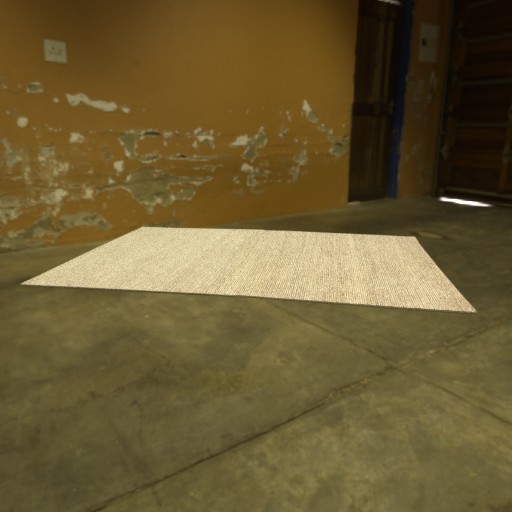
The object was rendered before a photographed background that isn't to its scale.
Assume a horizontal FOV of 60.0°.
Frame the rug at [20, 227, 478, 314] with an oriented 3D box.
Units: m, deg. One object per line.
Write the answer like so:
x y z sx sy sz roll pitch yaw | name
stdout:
0.000 0.000 2.982 2.342 0.030 1.609 3 15 10 | rug
